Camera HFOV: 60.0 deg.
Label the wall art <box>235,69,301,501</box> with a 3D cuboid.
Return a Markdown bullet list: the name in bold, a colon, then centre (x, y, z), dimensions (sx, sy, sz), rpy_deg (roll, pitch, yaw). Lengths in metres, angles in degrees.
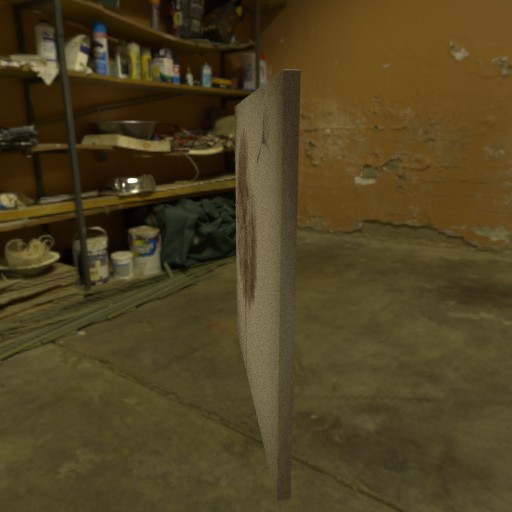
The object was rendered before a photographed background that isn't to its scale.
- **wall art**: centre (0.000, 0.000, 1.110), dimensions (0.027, 0.762, 0.762), rpy_deg (-2, 15, -8)
